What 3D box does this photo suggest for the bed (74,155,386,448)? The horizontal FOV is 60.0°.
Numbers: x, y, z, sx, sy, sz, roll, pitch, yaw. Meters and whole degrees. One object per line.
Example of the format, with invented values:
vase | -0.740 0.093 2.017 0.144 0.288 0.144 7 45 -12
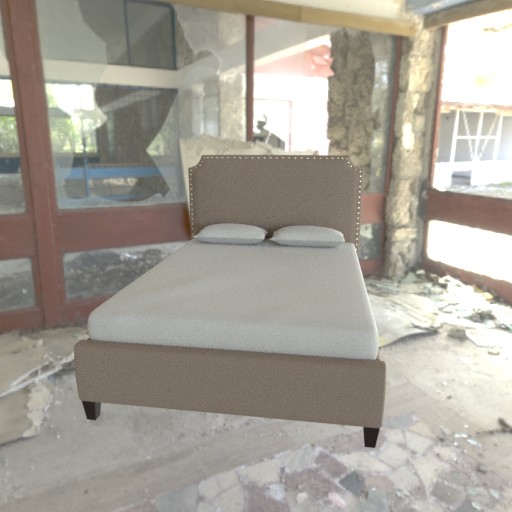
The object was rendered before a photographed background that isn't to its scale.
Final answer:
bed | 0.000 0.000 3.373 1.713 1.443 2.372 2 14 9
